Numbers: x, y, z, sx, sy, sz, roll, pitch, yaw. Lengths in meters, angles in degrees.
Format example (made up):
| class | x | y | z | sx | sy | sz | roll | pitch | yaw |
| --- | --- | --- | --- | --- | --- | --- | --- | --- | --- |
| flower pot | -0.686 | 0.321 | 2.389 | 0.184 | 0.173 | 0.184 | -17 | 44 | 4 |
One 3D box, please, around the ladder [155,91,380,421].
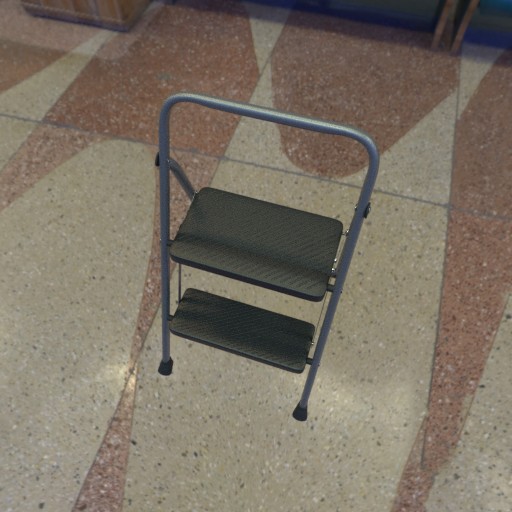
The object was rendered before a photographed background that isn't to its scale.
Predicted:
| class | x | y | z | sx | sy | sz | roll | pitch | yaw |
| --- | --- | --- | --- | --- | --- | --- | --- | --- | --- |
| ladder | 0.000 | 0.000 | 1.015 | 0.430 | 0.720 | 0.472 | 15 | 59 | 10 |
